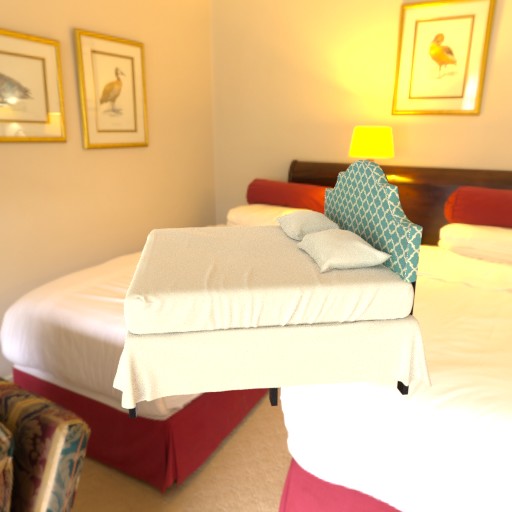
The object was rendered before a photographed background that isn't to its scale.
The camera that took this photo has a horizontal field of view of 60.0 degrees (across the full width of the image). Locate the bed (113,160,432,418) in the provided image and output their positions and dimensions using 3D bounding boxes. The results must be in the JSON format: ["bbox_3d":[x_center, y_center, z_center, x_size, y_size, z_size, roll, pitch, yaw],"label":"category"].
[{"bbox_3d":[0.000,0.000,3.829,2.222,1.601,2.314,-2,16,-8],"label":"bed"}]
